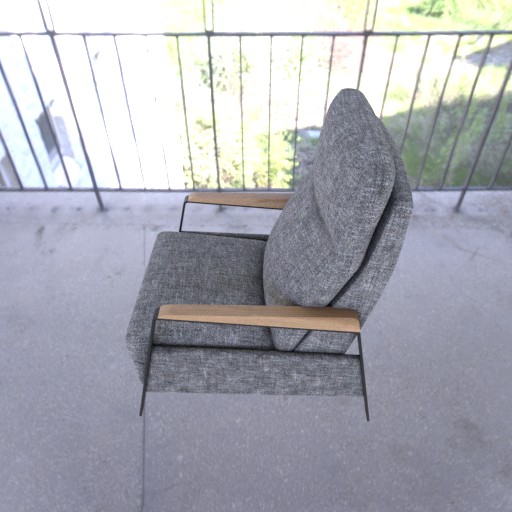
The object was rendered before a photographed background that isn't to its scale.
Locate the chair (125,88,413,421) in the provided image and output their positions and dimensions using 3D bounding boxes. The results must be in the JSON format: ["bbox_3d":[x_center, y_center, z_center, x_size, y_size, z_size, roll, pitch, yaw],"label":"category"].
[{"bbox_3d":[0.000,0.000,1.589,0.868,1.042,0.671,1,40,1],"label":"chair"}]
